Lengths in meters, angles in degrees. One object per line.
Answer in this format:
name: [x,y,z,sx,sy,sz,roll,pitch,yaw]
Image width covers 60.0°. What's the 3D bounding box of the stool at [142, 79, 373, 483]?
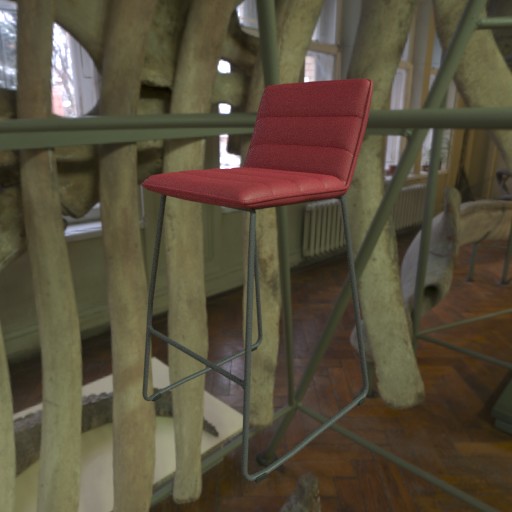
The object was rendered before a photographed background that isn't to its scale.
stool: [0.000,0.000,1.238,0.489,0.937,0.524,16,23,42]
